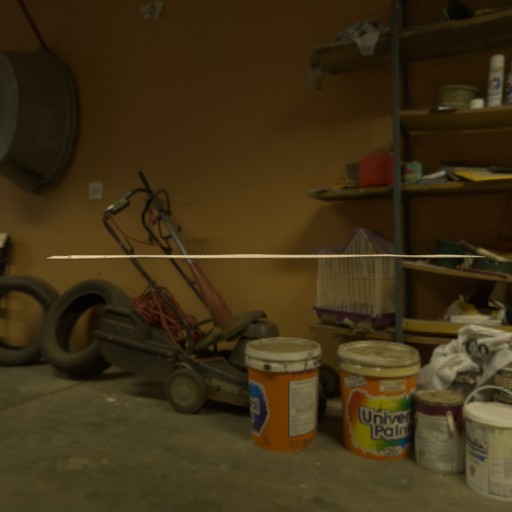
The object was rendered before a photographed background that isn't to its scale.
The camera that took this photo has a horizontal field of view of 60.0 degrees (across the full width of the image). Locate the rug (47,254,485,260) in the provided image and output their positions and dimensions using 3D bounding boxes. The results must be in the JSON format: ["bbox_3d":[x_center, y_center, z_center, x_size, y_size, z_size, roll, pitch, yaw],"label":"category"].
[{"bbox_3d":[0.000,0.000,3.044,2.439,0.015,1.524,0,1,-19],"label":"rug"}]
